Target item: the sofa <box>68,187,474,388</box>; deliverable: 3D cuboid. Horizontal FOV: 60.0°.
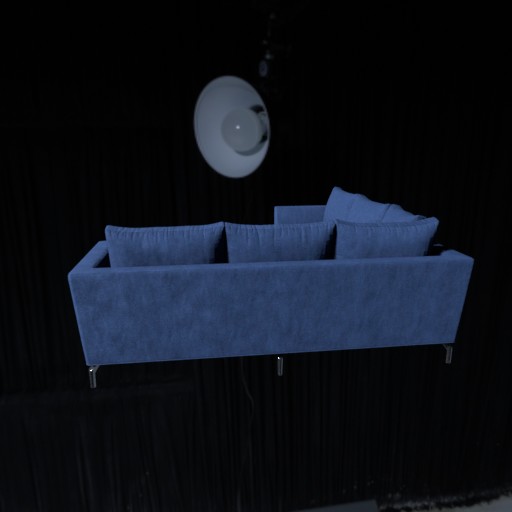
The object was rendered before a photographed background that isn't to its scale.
[{"bbox_3d":[0.000,0.000,3.877,2.463,0.988,2.472,-2,15,-7],"label":"sofa"}]
